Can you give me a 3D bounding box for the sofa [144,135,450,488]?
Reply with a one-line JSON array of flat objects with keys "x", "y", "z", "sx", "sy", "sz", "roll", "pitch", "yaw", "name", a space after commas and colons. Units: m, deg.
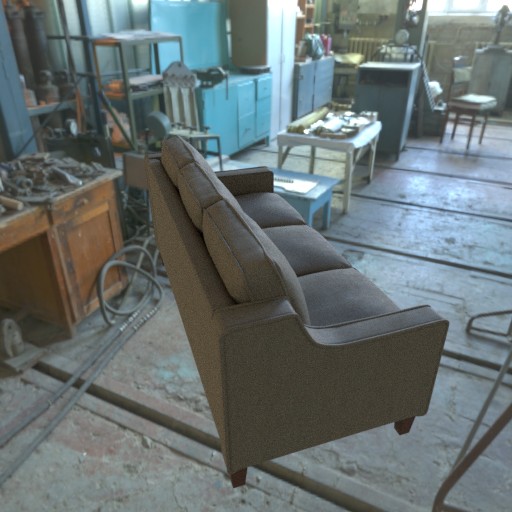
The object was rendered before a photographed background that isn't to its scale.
[{"x": 0.000, "y": 0.000, "z": 2.438, "sx": 0.911, "sy": 0.974, "sz": 1.986, "roll": -9, "pitch": 30, "yaw": -16, "name": "sofa"}]
